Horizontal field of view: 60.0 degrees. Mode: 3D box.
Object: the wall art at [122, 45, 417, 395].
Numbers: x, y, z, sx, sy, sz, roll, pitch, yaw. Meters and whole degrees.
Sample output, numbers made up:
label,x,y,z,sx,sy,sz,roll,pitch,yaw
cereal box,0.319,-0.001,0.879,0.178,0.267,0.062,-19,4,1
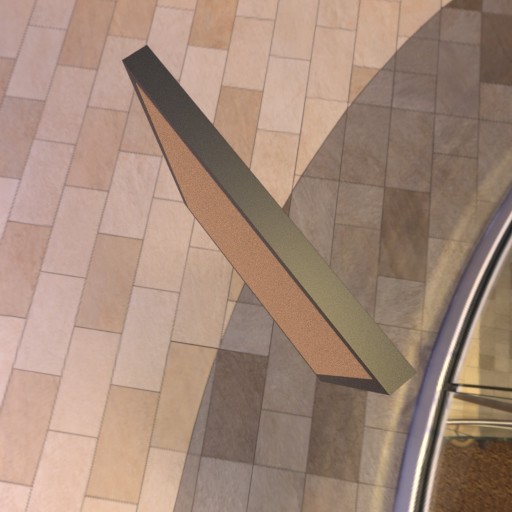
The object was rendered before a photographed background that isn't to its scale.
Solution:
label,x,y,z,sx,sy,sz,roll,pitch,yaw
wall art,0.000,0.000,0.758,0.038,0.508,0.508,-36,79,-9
